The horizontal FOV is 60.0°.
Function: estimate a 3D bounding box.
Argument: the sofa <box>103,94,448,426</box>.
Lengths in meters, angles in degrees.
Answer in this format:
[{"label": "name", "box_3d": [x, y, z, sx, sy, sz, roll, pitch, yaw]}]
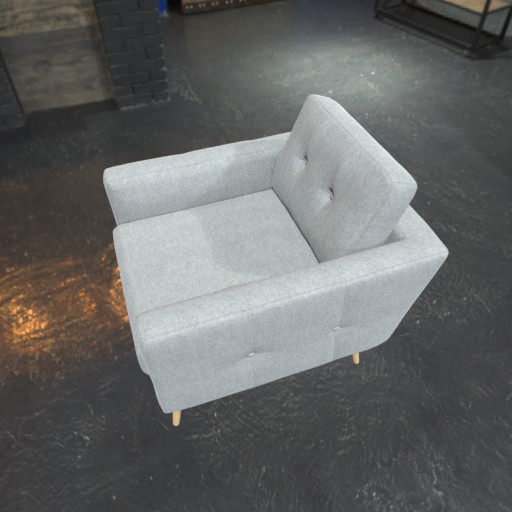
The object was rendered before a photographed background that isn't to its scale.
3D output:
[{"label": "sofa", "box_3d": [0.000, 0.000, 1.543, 0.920, 0.860, 0.770, -15, 48, -14]}]
